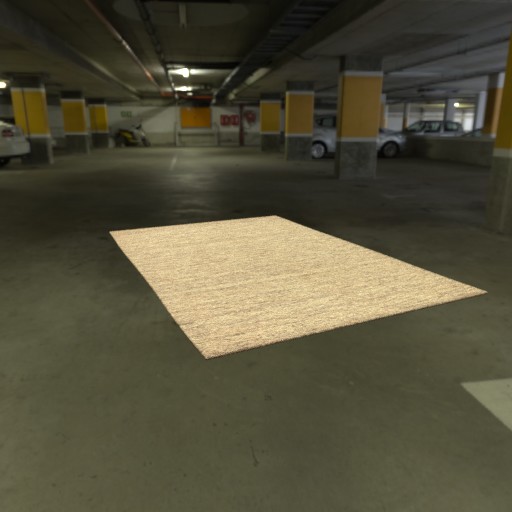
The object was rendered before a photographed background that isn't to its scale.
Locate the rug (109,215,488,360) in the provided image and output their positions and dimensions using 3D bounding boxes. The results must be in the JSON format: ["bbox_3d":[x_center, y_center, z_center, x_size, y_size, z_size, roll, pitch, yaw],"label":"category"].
[{"bbox_3d":[0.000,0.000,2.939,1.547,0.013,2.283,-8,18,-25],"label":"rug"}]
